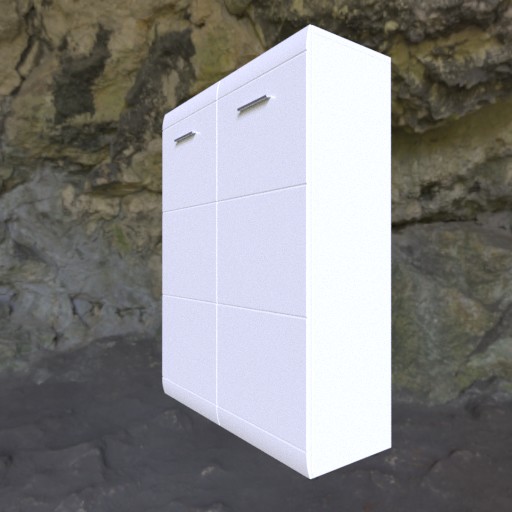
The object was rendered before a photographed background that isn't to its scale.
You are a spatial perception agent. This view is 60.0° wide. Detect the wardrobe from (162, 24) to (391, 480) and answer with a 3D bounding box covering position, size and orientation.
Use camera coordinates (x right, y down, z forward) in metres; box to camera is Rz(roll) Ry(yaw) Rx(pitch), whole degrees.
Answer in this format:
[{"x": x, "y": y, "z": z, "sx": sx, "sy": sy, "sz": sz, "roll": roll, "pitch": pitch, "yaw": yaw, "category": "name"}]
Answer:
[{"x": 0.000, "y": 0.000, "z": 1.601, "sx": 0.360, "sy": 1.200, "sz": 0.900, "roll": 0, "pitch": 0, "yaw": -36, "category": "wardrobe"}]
